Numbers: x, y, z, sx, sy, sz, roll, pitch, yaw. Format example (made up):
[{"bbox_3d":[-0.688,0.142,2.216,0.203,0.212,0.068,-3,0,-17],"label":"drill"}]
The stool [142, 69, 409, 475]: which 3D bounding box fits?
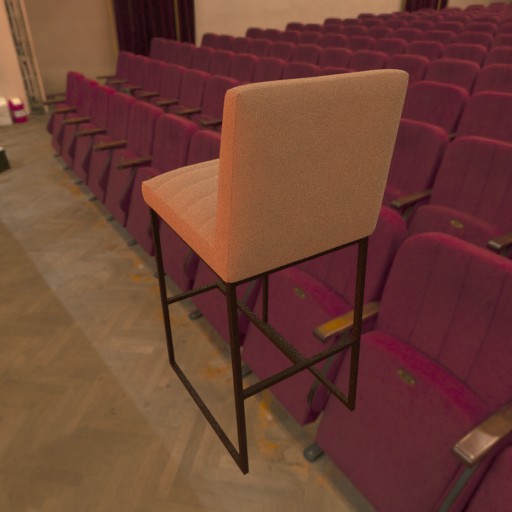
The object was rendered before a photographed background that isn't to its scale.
[{"bbox_3d":[0.000,0.000,1.315,0.464,1.061,0.573,-18,35,-28],"label":"stool"}]
